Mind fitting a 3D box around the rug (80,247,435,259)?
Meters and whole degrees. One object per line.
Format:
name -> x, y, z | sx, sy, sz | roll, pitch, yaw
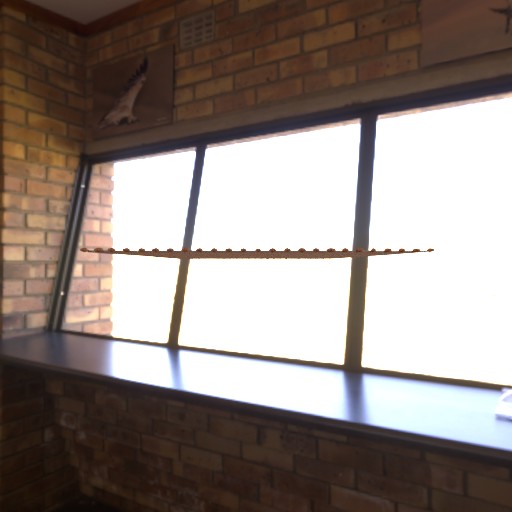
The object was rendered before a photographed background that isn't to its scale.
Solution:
rug -> 0.000, 0.000, 2.560 | 1.232, 0.017, 2.092 | 0, -1, 0
